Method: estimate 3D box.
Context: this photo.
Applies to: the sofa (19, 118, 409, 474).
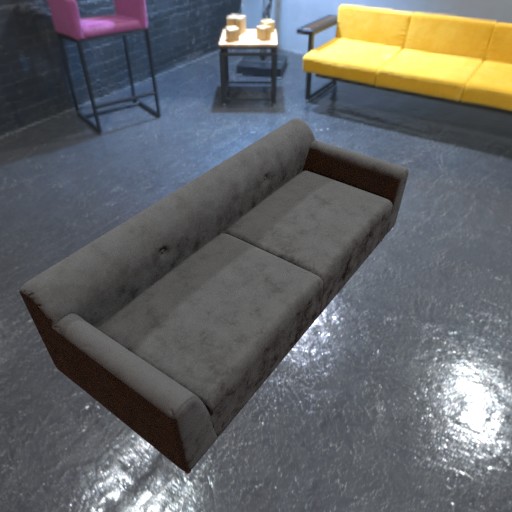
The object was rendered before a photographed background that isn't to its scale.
[{"bbox_3d":[0.000,0.000,2.550,0.900,0.740,2.190,25,46,27],"label":"sofa"}]
